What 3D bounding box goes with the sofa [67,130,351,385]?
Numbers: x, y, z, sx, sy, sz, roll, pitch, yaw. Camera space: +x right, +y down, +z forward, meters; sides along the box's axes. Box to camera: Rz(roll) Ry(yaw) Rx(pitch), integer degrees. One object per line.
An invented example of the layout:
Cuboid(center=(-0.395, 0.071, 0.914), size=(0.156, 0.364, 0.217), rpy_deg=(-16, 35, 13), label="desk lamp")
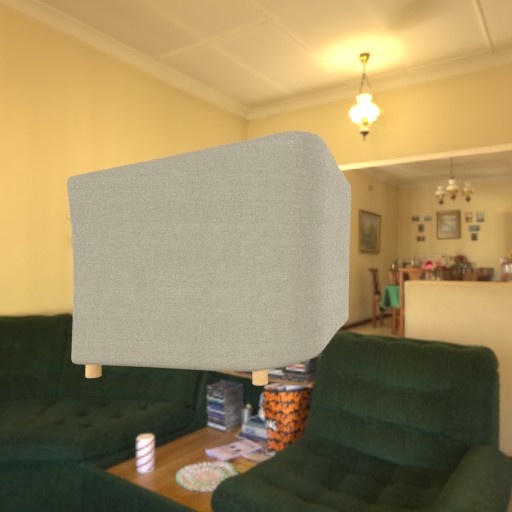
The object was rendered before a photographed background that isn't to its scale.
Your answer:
Cuboid(center=(0.000, 0.000, 1.853), size=(0.705, 0.721, 1.452), rpy_deg=(0, -1, 17), label="sofa")
